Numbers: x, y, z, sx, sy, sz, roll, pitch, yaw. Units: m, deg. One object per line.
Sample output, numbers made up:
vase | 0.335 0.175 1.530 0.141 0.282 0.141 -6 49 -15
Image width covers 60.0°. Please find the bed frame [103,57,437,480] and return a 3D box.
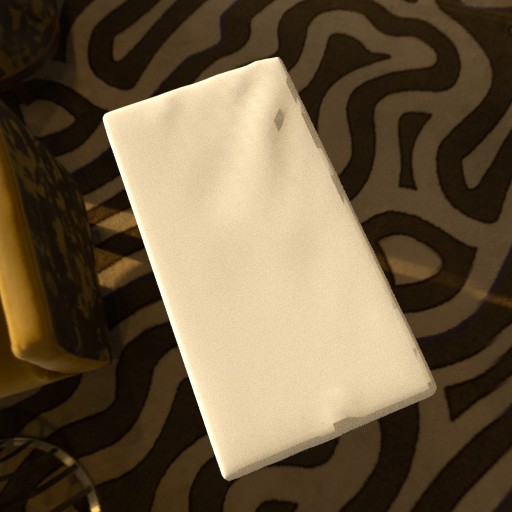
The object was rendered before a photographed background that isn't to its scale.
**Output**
bed frame | 0.000 0.000 2.383 1.025 0.640 1.908 -21 76 -6
